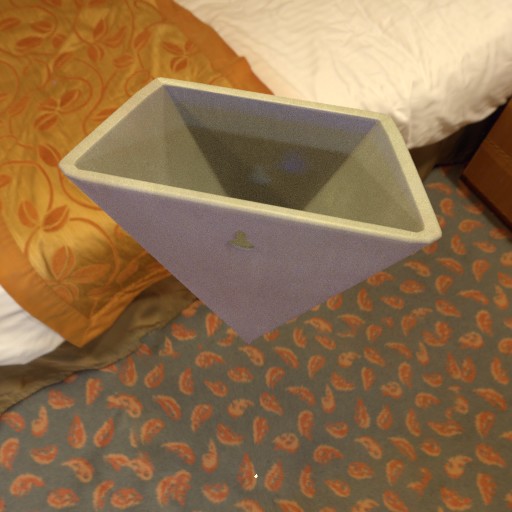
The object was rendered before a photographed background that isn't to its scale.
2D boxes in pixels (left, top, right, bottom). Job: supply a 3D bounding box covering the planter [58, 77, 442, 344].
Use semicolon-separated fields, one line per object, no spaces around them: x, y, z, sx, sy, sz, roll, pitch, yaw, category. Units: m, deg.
0.000;0.000;0.267;0.150;0.197;0.060;11;64;6;planter
